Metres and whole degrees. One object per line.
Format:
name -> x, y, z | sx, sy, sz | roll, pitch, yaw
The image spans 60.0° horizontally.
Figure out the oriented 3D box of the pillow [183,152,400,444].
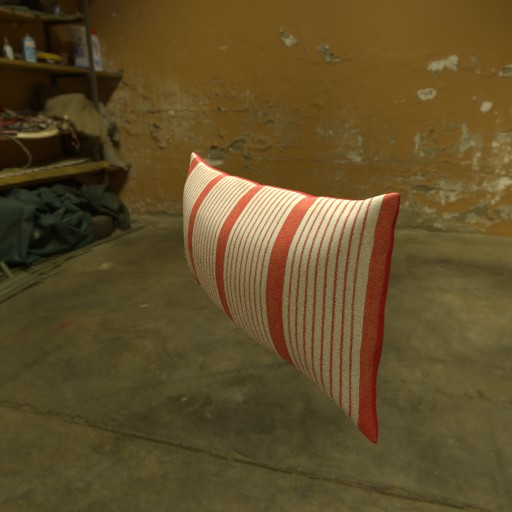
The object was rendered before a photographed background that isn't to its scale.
pillow -> 0.000, 0.000, 0.729 | 0.151, 0.297, 0.608 | -8, 19, -26
